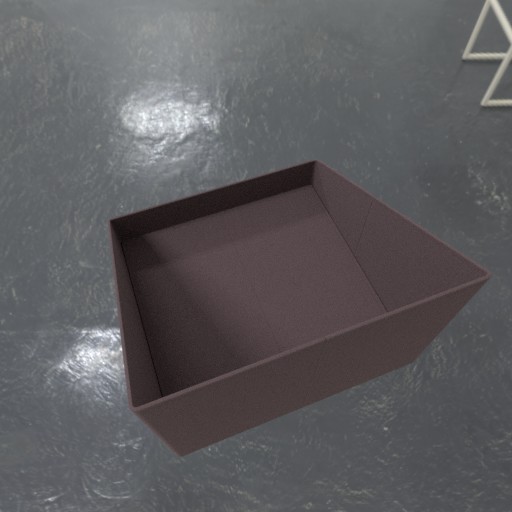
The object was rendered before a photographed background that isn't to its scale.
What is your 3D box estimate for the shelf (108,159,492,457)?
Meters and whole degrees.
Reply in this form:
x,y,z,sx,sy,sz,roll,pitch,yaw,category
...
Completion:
x,y,z,sx,sy,sz,roll,pitch,yaw,category
0.000,0.000,0.481,0.292,0.210,0.292,-18,60,-11,shelf
